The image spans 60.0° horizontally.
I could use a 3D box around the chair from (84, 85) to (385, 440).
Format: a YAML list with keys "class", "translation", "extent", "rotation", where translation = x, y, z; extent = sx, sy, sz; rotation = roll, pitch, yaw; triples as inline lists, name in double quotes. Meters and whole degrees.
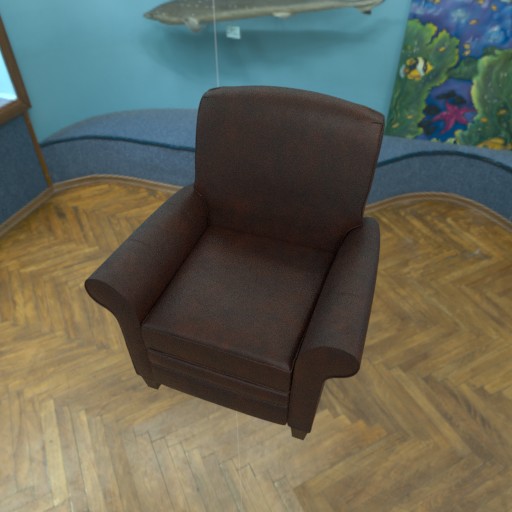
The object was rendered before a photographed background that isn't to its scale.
- class: "chair"
  translation: [0.000, 0.000, 1.790]
  extent: [0.978, 1.061, 0.902]
  rotation: [14, 43, 15]
